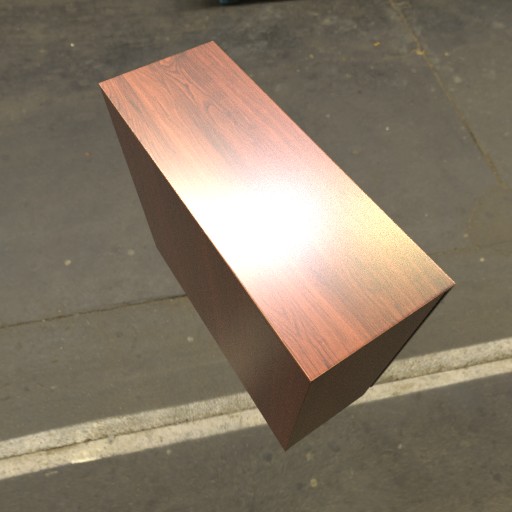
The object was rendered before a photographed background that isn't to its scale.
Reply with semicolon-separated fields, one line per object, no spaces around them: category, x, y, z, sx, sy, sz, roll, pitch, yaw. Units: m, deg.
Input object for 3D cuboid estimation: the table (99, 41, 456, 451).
table;0.000;0.000;1.343;0.380;0.790;0.930;-29;63;-17
